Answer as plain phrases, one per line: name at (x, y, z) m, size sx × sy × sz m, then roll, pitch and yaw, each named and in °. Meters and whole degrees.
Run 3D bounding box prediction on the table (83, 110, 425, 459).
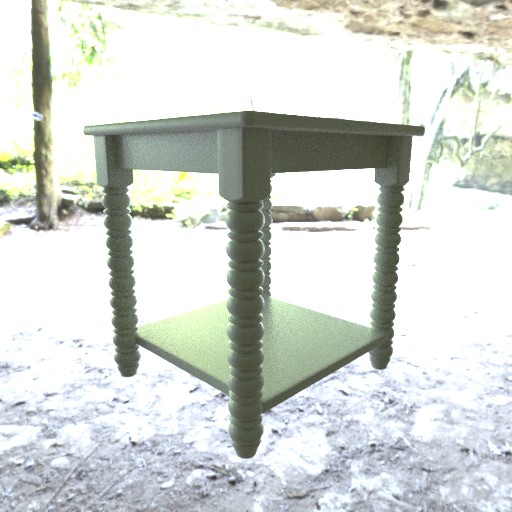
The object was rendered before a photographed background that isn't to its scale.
table at (0.000, 0.000, 0.999) m, size 0.500 × 0.563 × 0.533 m, roll 13°, pitch 18°, yaw 43°
